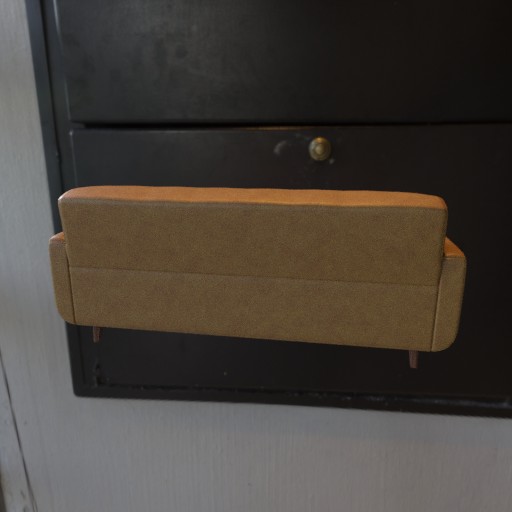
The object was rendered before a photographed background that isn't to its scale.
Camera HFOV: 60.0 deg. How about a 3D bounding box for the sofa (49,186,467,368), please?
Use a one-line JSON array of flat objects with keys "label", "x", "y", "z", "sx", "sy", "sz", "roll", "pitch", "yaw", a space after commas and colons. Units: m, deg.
[{"label": "sofa", "x": 0.000, "y": 0.000, "z": 2.666, "sx": 2.137, "sy": 0.892, "sz": 0.980, "roll": 3, "pitch": 16, "yaw": 9}]
